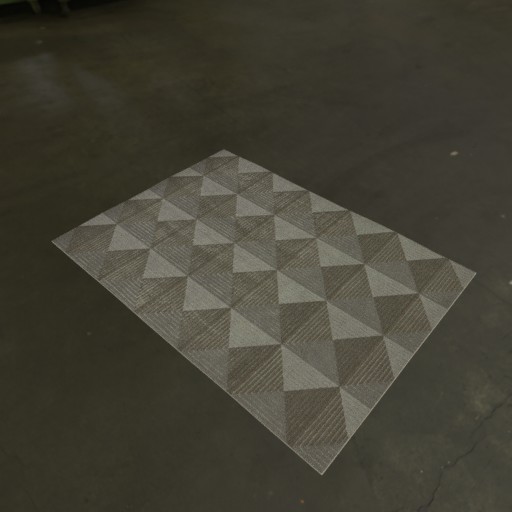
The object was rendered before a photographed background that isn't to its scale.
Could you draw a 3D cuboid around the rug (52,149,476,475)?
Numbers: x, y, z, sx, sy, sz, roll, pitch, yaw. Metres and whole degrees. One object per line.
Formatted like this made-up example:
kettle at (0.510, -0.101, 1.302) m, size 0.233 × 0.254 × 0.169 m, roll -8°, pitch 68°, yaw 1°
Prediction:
rug at (0.000, 0.000, 4.276) m, size 3.333 × 0.027 × 2.428 m, roll 32°, pitch 52°, yaw 29°
